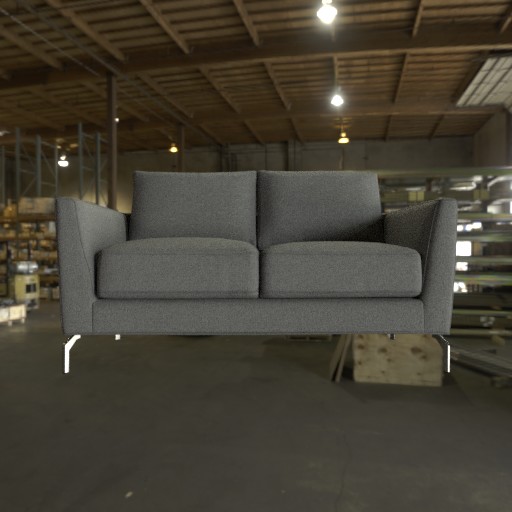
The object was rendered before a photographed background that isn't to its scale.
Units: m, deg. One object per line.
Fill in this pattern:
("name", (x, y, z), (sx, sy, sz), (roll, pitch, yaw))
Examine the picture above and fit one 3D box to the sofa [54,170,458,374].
("sofa", (0.000, 0.000, 2.125), (1.594, 0.924, 0.803), (0, 0, -1))
